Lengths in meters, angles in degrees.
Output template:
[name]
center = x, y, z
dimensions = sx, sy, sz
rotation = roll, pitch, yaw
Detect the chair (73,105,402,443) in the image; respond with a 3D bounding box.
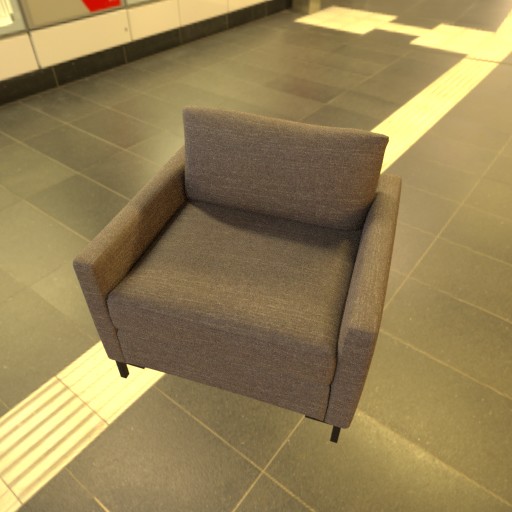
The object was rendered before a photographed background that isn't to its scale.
[chair]
center = 0.000, 0.000, 1.633
dimensions = 0.940, 0.841, 0.845
rotation = 12, 43, 14
